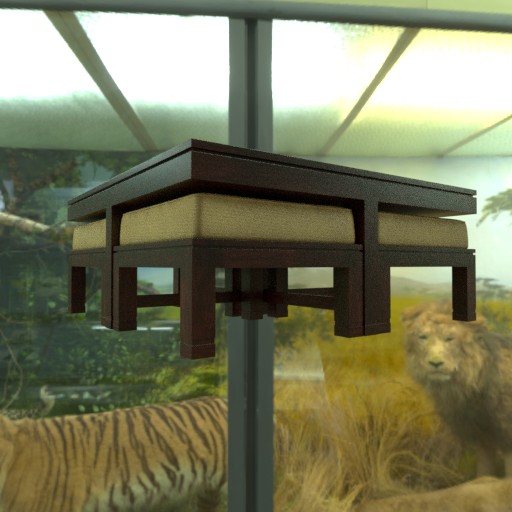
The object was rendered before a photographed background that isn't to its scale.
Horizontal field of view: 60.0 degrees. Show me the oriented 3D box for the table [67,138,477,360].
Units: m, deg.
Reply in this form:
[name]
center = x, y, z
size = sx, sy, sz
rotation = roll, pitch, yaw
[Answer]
[table]
center = 0.000, 0.000, 1.311
size = 0.865, 0.356, 0.865
rotation = 1, -1, -35
